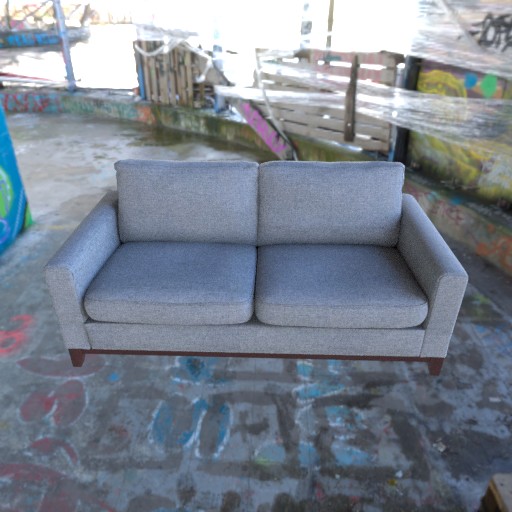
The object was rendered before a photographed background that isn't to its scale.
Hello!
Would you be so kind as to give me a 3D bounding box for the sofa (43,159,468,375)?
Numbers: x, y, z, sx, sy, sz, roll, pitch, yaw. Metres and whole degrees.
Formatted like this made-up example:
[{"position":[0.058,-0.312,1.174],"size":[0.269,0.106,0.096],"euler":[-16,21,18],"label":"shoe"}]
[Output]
[{"position":[0.000,0.000,2.490],"size":[1.978,0.892,0.969],"euler":[1,30,2],"label":"sofa"}]
